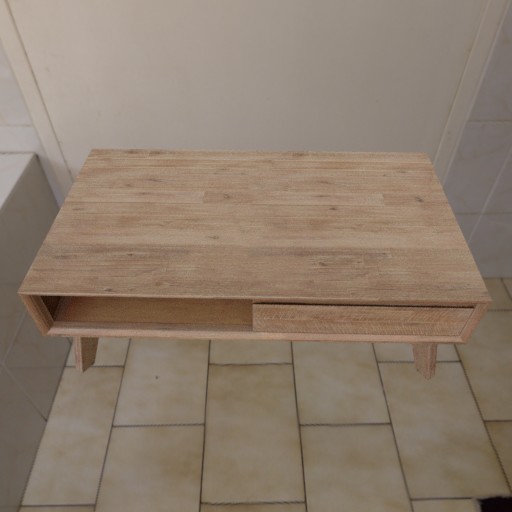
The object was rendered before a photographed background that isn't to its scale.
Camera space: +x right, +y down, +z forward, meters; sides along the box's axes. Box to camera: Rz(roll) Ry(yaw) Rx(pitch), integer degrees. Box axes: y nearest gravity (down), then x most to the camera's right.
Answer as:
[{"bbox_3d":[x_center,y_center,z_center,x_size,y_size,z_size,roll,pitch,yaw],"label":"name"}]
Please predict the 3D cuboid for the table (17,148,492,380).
[{"bbox_3d":[0.000,0.000,2.015,1.619,0.531,0.918,1,46,1],"label":"table"}]
